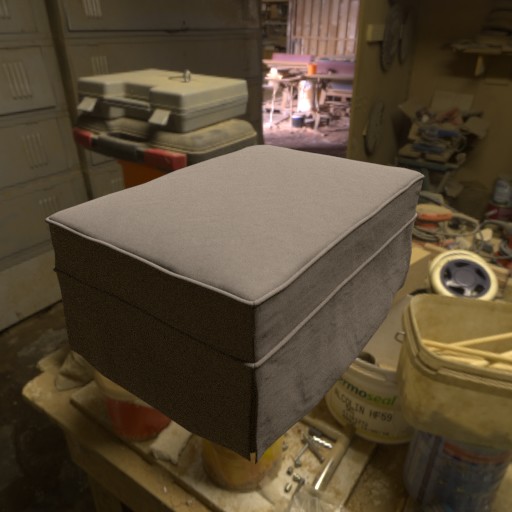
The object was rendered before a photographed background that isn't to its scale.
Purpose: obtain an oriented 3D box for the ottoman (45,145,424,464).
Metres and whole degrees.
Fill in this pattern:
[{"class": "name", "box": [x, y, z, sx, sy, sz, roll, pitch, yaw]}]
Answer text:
[{"class": "ottoman", "box": [0.000, 0.000, 1.314, 0.703, 0.479, 0.944, 19, 33, 31]}]
